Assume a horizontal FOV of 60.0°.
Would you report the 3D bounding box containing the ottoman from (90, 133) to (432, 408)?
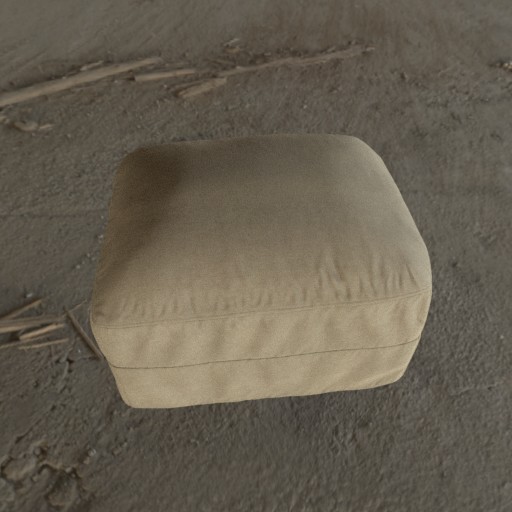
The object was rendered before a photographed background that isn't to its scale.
[{"bbox_3d":[0.000,0.000,1.106,0.712,0.480,0.584,-4,46,-4],"label":"ottoman"}]
